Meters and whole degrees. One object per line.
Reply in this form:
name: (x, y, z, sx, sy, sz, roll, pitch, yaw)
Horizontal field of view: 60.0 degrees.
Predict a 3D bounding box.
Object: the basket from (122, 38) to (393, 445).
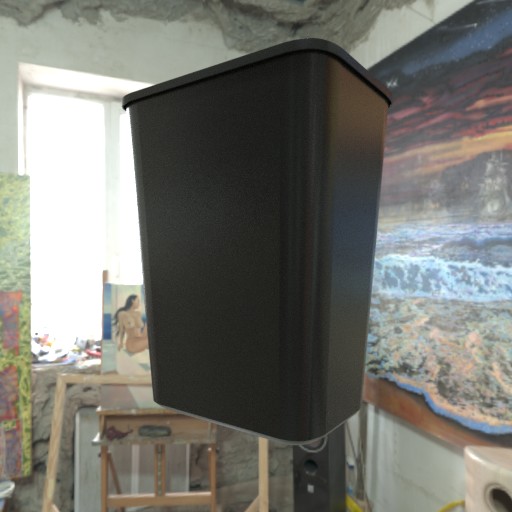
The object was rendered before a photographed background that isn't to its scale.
basket: (0.000, 0.000, 0.739, 0.394, 0.521, 0.287, 0, 0, 36)
